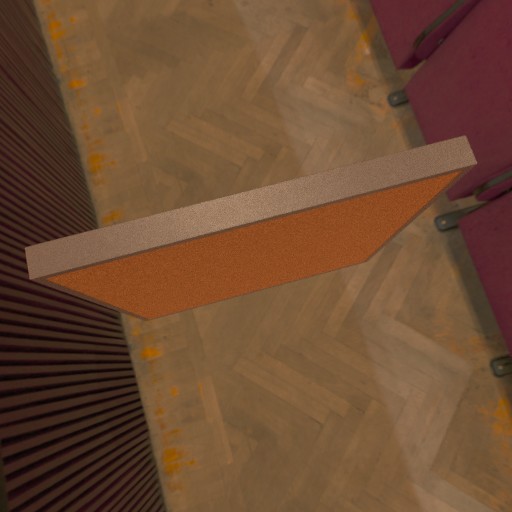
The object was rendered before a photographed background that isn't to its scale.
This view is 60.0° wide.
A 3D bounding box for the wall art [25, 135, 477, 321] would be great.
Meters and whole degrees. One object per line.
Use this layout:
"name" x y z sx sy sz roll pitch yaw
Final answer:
"wall art" 0.000 0.000 0.506 0.349 0.349 0.028 -15 77 -3
